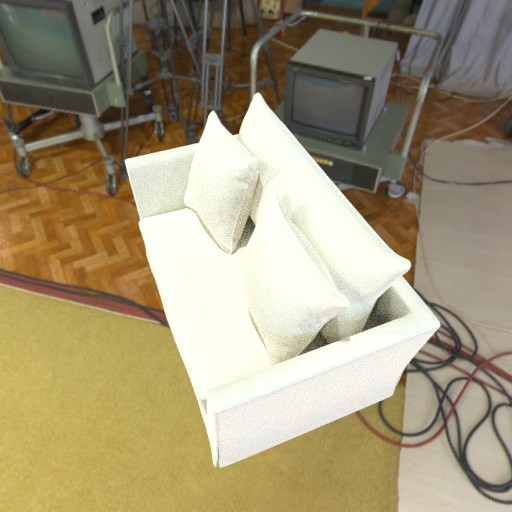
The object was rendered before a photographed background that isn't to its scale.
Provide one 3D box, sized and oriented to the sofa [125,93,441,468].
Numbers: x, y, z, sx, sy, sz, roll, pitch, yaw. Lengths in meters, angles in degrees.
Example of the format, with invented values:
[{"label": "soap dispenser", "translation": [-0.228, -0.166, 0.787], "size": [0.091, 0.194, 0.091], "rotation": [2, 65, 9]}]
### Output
[{"label": "sofa", "translation": [0.000, 0.000, 2.304], "size": [1.026, 1.039, 1.608], "rotation": [-17, 50, -15]}]
